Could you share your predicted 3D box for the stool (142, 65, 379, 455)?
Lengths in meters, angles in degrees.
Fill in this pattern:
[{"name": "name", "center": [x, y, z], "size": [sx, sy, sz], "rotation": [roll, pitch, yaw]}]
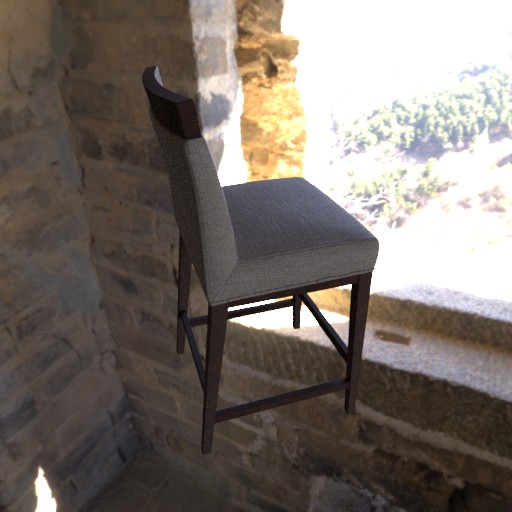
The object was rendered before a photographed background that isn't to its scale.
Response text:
[{"name": "stool", "center": [0.000, 0.000, 1.320], "size": [0.531, 1.009, 0.512], "rotation": [-9, 31, -16]}]
